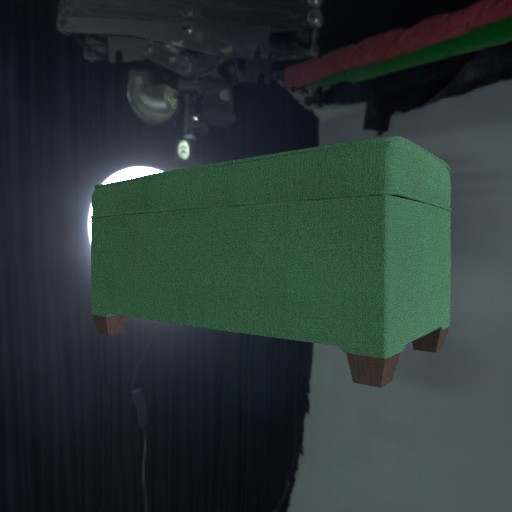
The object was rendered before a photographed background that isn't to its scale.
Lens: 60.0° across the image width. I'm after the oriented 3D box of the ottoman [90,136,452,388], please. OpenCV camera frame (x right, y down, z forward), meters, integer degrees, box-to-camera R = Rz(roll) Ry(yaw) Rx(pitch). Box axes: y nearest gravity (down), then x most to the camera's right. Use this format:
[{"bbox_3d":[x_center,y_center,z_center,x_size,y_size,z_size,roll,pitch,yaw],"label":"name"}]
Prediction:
[{"bbox_3d":[0.000,0.000,1.233,0.957,0.471,0.483,0,1,37],"label":"ottoman"}]
